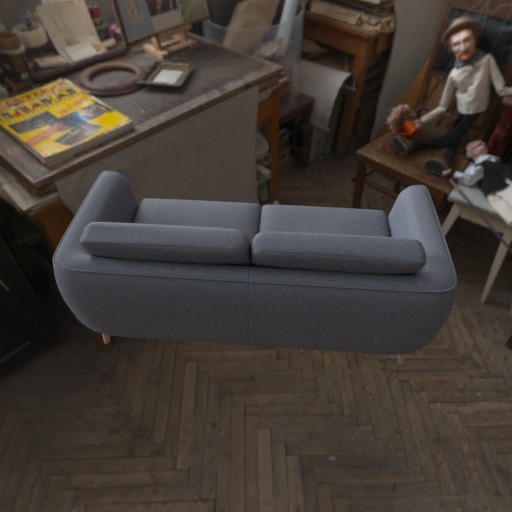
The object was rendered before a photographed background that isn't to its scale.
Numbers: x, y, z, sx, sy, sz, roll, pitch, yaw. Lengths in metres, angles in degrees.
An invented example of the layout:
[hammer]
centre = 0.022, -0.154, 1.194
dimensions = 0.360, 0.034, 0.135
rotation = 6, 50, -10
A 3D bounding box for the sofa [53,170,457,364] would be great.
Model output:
[sofa]
centre = 0.000, 0.000, 2.569
dimensions = 2.000, 0.870, 0.920
rotation = 3, 46, 3
